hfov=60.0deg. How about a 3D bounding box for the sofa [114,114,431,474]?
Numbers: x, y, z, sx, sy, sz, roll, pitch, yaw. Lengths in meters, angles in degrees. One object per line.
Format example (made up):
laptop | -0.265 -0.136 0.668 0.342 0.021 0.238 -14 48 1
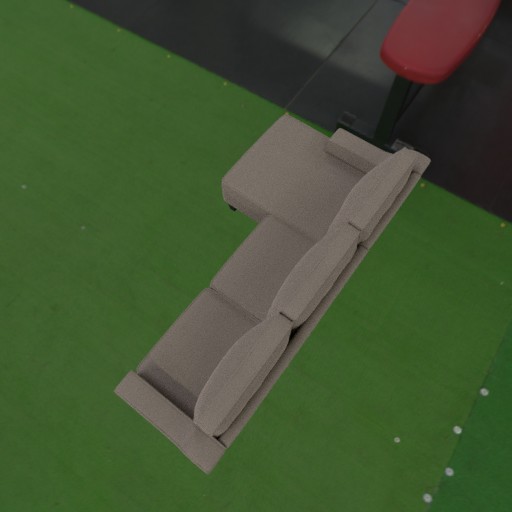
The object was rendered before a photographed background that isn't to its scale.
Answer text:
sofa | 0.000 0.000 3.179 1.294 0.928 2.561 34 68 15
